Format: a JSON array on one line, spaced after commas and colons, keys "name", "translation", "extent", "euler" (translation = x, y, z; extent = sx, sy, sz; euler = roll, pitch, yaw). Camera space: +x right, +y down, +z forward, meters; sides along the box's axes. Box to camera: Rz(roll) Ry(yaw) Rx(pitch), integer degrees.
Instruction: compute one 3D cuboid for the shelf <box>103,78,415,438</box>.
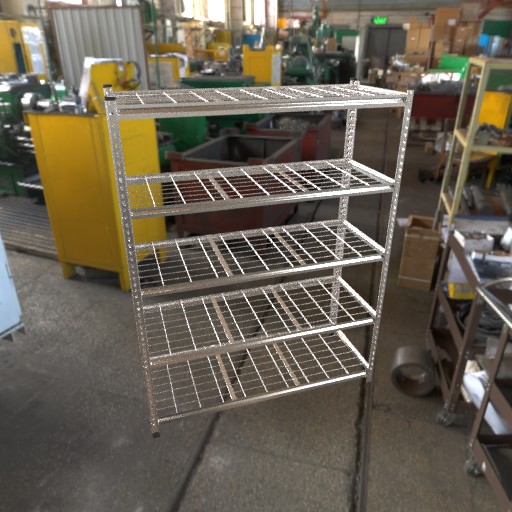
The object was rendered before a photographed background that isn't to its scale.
[{"name": "shelf", "translation": [0.000, 0.000, 2.748], "extent": [1.524, 1.981, 0.610], "euler": [-8, 27, -16]}]
